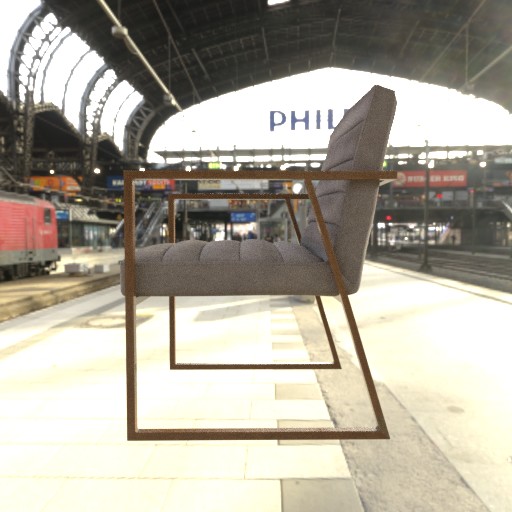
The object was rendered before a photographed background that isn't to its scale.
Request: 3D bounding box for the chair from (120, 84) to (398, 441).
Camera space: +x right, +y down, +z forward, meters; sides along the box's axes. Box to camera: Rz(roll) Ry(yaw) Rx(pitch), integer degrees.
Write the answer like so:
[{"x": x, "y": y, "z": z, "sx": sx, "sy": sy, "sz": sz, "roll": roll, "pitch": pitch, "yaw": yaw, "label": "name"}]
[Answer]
[{"x": 0.000, "y": 0.000, "z": 1.312, "sx": 0.682, "sy": 0.843, "sz": 0.578, "roll": 0, "pitch": 3, "yaw": -1, "label": "chair"}]
